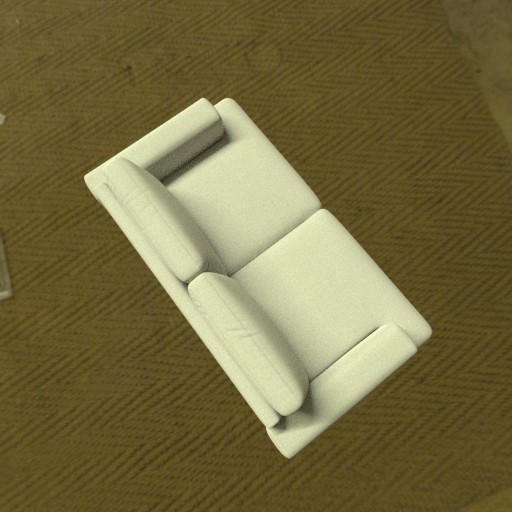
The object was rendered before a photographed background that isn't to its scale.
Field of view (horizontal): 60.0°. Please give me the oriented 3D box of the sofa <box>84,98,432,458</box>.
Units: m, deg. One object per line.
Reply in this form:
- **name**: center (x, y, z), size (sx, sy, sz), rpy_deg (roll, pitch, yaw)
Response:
- **sofa**: center (0.000, 0.000, 2.189), size (0.915, 0.810, 1.651), rpy_deg (-37, 78, -9)
